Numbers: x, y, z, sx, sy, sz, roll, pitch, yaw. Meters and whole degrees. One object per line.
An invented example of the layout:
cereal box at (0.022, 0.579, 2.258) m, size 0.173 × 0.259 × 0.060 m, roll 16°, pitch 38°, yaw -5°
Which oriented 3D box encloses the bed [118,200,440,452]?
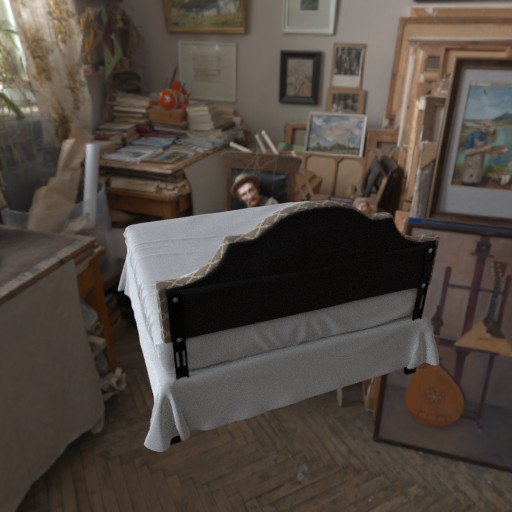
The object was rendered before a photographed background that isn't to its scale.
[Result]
bed at (0.000, 0.000, 3.771) m, size 2.314 × 1.601 × 2.222 m, roll -10°, pitch 29°, yaw -18°
